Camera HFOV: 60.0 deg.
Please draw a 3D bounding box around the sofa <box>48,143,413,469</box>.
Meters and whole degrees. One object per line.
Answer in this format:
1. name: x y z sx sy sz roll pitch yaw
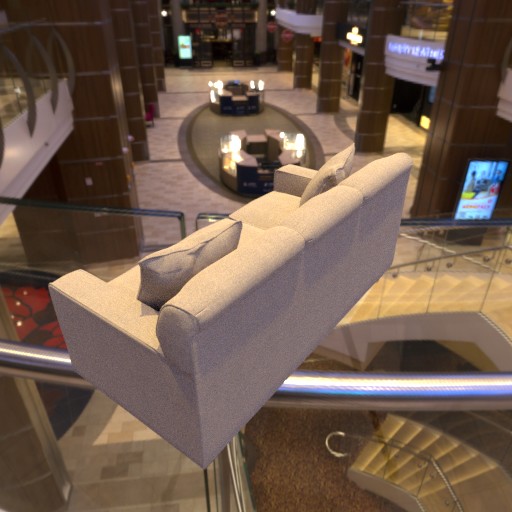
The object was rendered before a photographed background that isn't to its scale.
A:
1. sofa: 0.000 0.000 2.567 0.997 0.958 2.024 22 38 31
